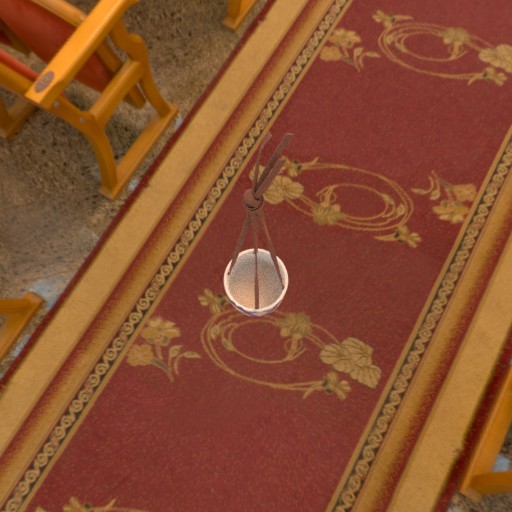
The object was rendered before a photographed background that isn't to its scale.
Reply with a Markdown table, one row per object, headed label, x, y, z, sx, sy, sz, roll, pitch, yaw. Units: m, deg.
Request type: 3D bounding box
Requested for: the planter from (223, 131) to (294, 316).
| label | x | y | z | sx | sy | sz | roll | pitch | yaw |
| --- | --- | --- | --- | --- | --- | --- | --- | --- | --- |
| planter | 0.000 | 0.000 | 0.815 | 0.153 | 0.753 | 0.157 | 30 | 78 | 7 |
